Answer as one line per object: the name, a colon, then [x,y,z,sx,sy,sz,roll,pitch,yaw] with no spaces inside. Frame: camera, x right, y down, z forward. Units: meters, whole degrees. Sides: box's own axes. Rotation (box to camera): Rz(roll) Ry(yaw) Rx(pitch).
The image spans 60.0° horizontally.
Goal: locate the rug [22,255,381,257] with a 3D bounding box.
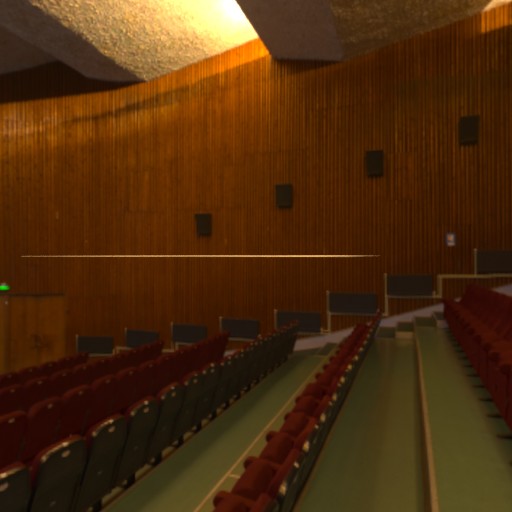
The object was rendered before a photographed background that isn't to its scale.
rug: [0.000,0.000,3.003,1.519,0.003,2.453,0,0,18]
